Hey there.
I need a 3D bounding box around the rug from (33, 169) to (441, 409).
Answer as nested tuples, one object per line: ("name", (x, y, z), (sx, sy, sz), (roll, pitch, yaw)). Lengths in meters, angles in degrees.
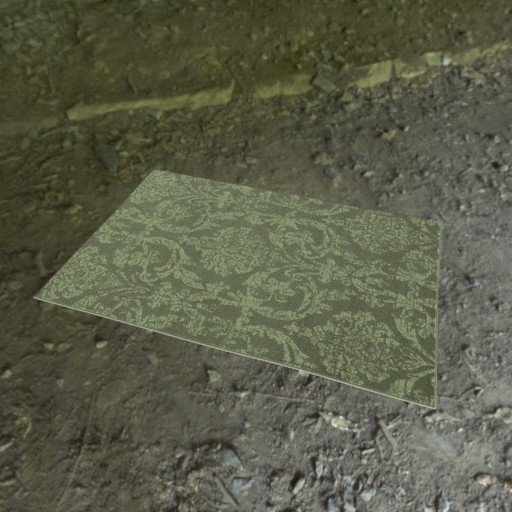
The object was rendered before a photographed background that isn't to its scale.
("rug", (0.000, 0.000, 2.307), (1.824, 0.012, 1.206), (12, 44, 13))
